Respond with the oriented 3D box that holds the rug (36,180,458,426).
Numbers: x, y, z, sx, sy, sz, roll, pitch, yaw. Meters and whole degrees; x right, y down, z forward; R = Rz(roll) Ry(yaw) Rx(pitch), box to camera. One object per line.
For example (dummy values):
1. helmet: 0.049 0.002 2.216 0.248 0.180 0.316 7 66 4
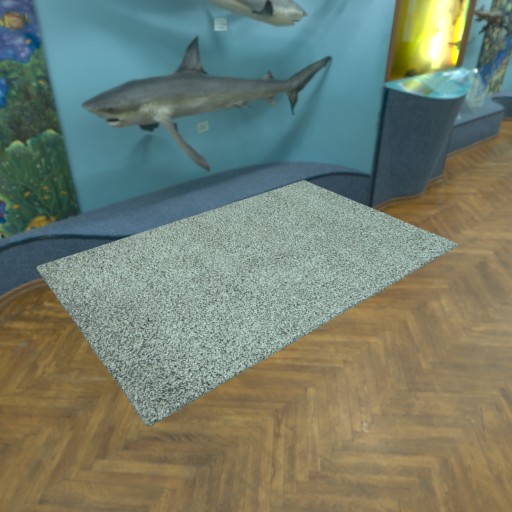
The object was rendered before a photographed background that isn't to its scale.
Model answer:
1. rug: 0.000 0.000 3.410 2.743 0.030 1.778 -23 38 -32
